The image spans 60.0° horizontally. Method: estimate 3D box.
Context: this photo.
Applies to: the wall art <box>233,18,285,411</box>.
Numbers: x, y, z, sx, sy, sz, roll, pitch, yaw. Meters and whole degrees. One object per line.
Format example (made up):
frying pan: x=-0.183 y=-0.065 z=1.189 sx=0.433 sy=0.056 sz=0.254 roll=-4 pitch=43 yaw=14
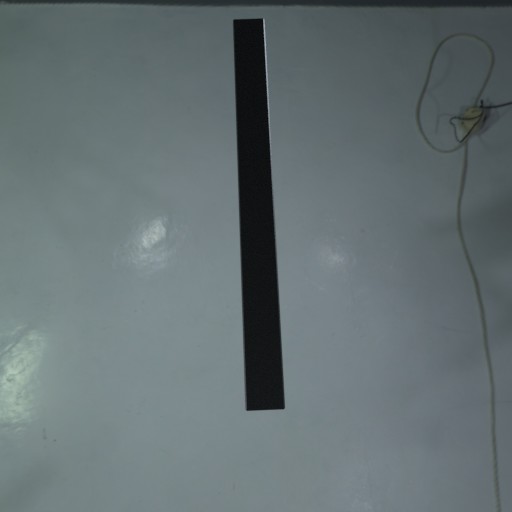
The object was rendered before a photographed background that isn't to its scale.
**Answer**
wall art: x=0.000 y=0.000 z=0.748 sx=0.039 sy=0.555 sz=0.449 roll=-2 pitch=75 yaw=-1
